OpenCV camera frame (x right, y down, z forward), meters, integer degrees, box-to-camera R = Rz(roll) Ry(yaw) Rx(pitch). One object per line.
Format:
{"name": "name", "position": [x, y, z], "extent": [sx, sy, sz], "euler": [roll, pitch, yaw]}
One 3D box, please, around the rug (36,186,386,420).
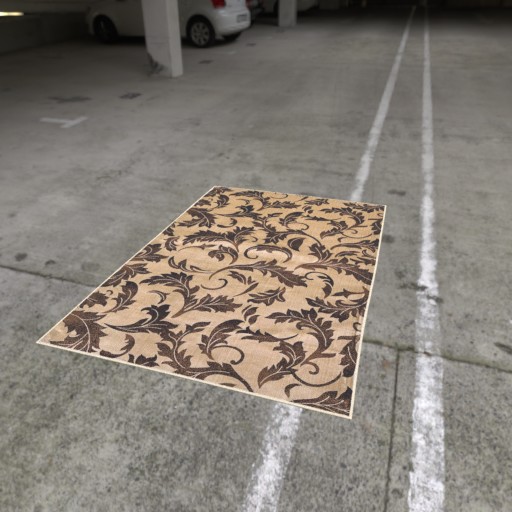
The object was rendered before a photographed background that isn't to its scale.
{"name": "rug", "position": [0.000, 0.000, 2.886], "extent": [1.522, 0.008, 2.284], "euler": [9, 30, 15]}
